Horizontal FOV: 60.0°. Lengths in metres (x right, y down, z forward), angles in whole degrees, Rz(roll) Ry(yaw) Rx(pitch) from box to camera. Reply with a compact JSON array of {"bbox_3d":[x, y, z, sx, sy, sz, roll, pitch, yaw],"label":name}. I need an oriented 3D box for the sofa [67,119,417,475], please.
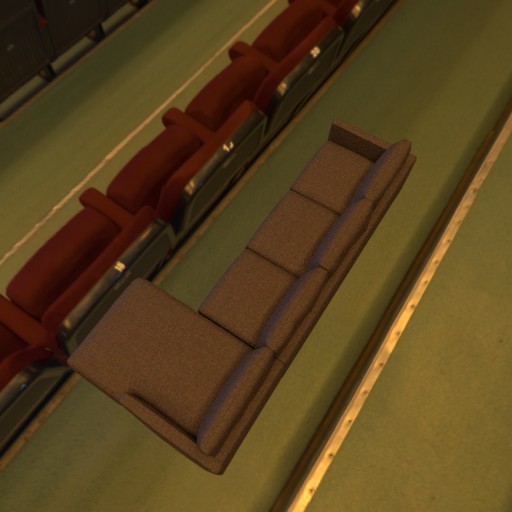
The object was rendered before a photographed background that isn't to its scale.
[{"bbox_3d":[0.000,0.000,3.863,1.483,0.892,3.221,31,68,14],"label":"sofa"}]
